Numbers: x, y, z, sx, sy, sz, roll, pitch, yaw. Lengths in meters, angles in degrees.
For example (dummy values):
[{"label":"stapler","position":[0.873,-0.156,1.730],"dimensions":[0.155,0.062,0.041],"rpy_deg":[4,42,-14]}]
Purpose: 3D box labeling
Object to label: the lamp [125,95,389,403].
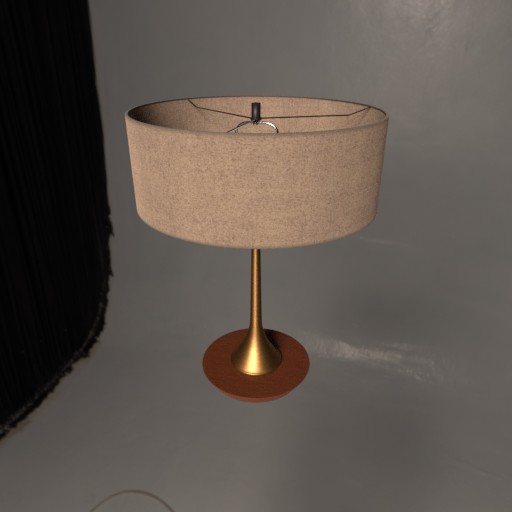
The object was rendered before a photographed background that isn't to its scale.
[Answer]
[{"label":"lamp","position":[0.000,0.000,0.837],"dimensions":[0.417,0.551,0.396],"rpy_deg":[8,27,16]}]
